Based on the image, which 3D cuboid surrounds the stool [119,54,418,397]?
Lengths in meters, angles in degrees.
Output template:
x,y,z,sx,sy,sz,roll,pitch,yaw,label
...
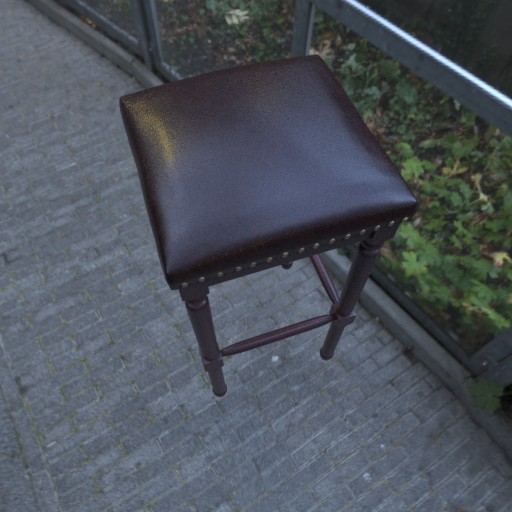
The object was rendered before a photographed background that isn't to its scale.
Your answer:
x,y,z,sx,sy,sz,roll,pitch,yaw,label
0.000,0.000,0.992,0.383,0.768,0.382,-16,60,-10,stool
